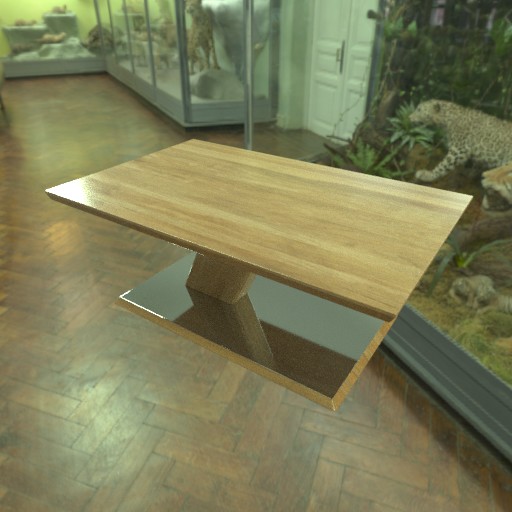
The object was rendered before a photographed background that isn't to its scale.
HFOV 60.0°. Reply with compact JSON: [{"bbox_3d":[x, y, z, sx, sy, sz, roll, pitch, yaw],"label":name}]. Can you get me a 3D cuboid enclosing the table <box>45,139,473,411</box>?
[{"bbox_3d":[0.000,0.000,1.453,1.100,0.441,0.692,19,35,29],"label":"table"}]
